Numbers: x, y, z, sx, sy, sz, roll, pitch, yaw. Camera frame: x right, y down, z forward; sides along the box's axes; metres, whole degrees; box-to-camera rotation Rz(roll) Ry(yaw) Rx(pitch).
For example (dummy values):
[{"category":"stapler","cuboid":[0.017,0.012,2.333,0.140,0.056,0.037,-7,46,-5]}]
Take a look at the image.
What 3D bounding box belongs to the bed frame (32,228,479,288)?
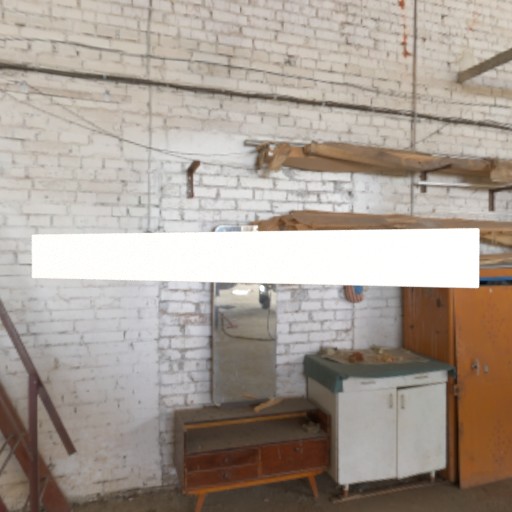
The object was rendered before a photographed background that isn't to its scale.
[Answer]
[{"category":"bed frame","cuboid":[0.000,0.000,1.549,1.300,0.141,0.670,0,1,17]}]
